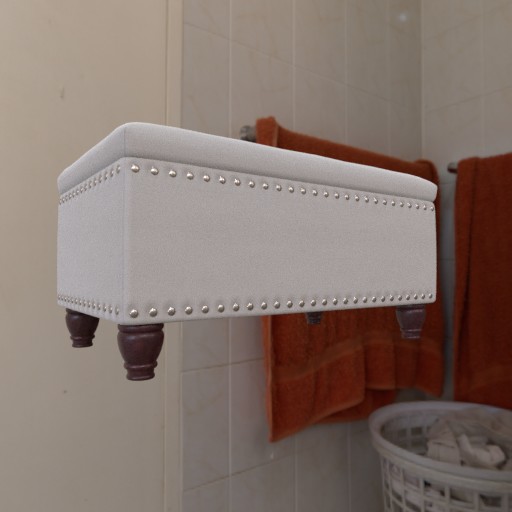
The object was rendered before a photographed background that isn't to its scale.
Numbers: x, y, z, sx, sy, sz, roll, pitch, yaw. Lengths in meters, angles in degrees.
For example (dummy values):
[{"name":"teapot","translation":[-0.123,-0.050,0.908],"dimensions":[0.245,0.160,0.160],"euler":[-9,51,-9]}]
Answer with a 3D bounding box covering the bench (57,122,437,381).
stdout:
[{"name":"bench","translation":[0.000,0.000,1.166],"dimensions":[0.887,0.449,0.500],"euler":[1,-2,-35]}]
